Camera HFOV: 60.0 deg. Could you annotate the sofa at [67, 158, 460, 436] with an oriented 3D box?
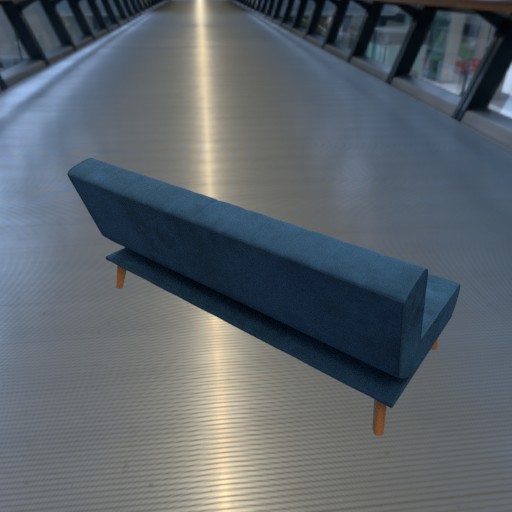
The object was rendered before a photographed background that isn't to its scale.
[{"bbox_3d":[0.000,0.000,2.270,1.804,0.813,0.855,22,37,32],"label":"sofa"}]
